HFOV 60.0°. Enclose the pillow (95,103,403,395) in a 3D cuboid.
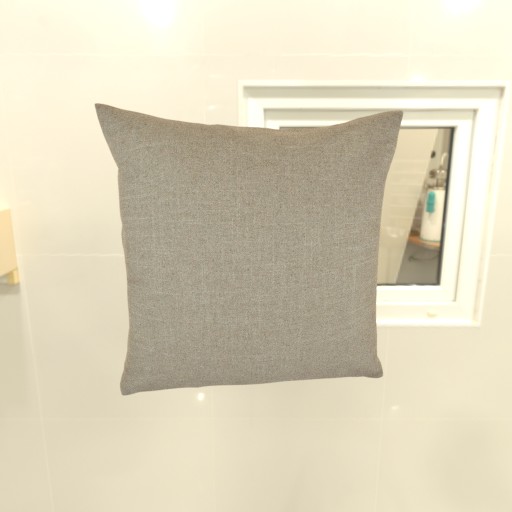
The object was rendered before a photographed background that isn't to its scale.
[{"bbox_3d":[0.000,0.000,0.791,0.513,0.511,0.158,-2,14,-8],"label":"pillow"}]
